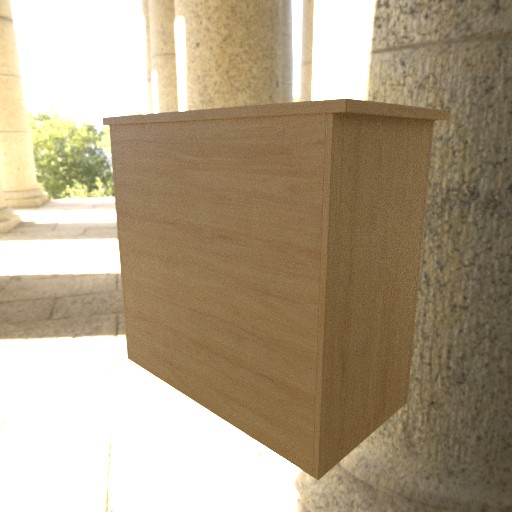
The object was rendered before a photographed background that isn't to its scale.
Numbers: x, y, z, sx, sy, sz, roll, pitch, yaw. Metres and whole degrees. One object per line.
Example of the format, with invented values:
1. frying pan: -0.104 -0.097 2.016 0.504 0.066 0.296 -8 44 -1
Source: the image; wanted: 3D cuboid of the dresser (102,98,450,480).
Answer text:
1. dresser: 0.000 0.000 1.197 0.800 0.730 0.410 14 20 43
